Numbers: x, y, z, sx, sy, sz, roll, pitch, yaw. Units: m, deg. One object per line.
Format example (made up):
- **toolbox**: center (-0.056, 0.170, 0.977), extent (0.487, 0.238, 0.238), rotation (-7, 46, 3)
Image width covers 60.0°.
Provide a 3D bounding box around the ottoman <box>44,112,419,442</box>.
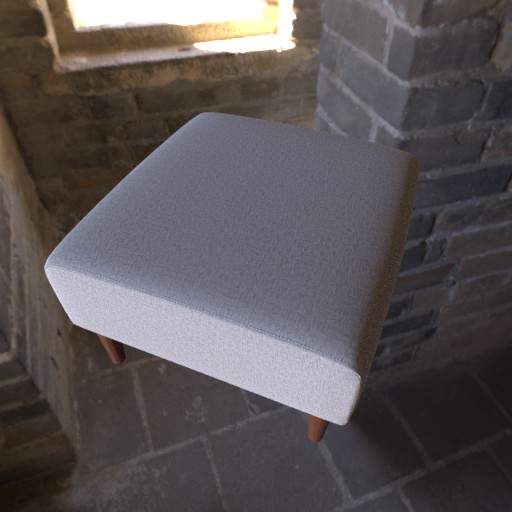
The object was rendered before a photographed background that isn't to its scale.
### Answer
- **ottoman**: center (0.000, 0.000, 1.071), extent (0.648, 0.399, 0.655), rotation (16, 47, 16)
